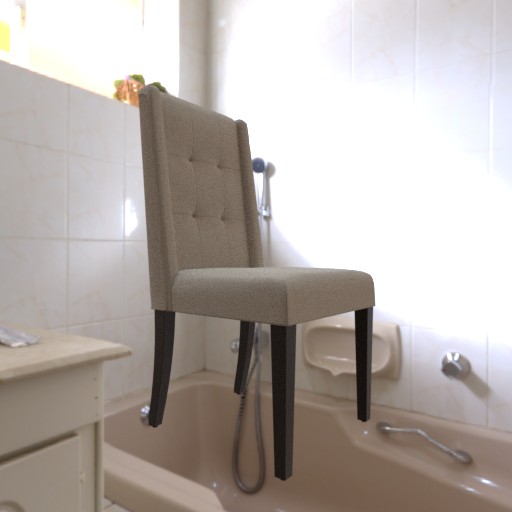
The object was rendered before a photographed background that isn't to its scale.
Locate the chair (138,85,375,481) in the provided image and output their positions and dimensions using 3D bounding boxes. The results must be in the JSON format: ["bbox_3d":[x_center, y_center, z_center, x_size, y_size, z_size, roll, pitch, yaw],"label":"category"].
[{"bbox_3d":[0.000,0.000,1.265,0.523,0.961,0.474,0,0,37],"label":"chair"}]
